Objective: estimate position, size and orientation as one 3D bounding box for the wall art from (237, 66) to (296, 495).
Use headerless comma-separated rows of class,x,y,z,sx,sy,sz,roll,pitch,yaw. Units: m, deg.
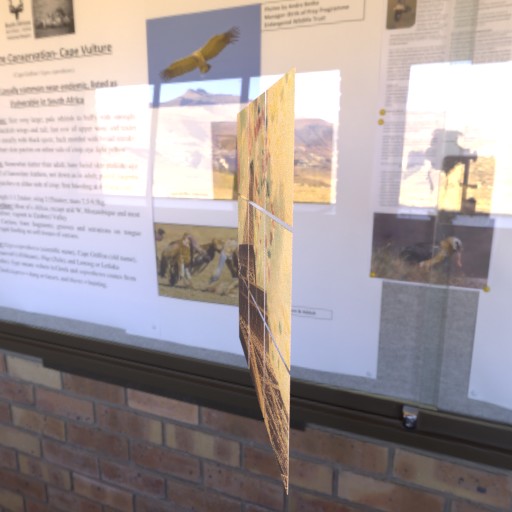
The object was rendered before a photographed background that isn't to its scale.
wall art,0.000,0.000,2.233,0.002,1.505,1.517,-2,13,-9
